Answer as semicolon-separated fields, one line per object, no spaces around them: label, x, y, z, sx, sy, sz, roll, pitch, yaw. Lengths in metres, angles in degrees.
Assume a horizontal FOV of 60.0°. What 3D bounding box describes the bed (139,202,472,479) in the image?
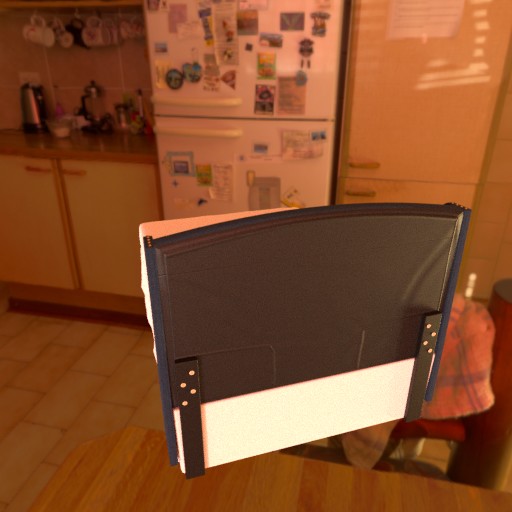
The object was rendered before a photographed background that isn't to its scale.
bed;0.000;0.000;3.177;1.604;1.402;2.223;-7;26;-15
